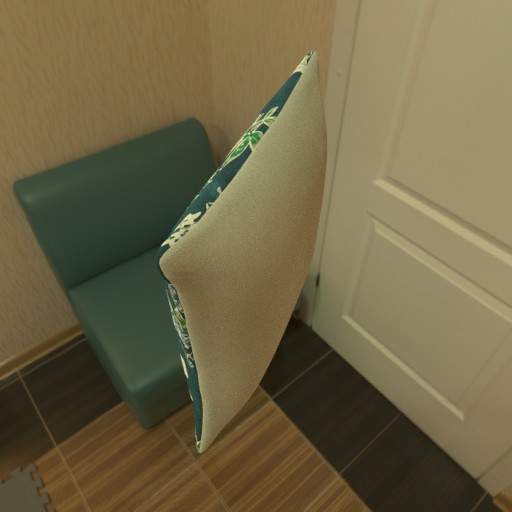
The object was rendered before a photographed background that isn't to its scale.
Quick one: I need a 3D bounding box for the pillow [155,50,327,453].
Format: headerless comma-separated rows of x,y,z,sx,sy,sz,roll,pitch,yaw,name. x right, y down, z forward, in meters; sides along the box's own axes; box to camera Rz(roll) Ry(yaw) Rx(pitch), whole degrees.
0.000,0.000,0.766,0.166,0.508,0.525,16,49,15,pillow
